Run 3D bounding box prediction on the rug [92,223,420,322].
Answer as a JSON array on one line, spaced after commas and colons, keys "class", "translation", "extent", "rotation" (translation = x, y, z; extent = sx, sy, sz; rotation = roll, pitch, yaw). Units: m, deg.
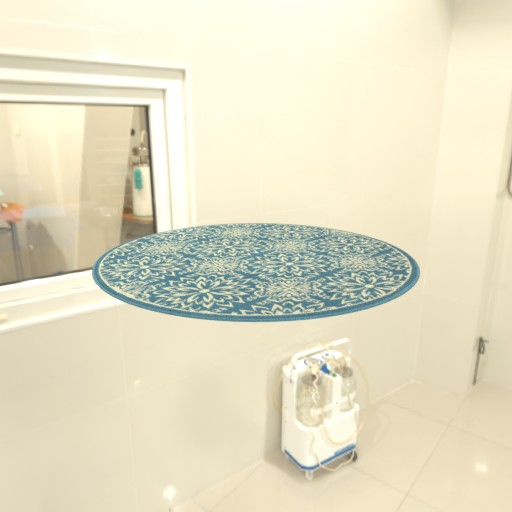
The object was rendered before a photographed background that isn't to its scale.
[{"class": "rug", "translation": [0.000, 0.000, 2.283], "extent": [1.593, 0.012, 1.593], "rotation": [0, 16, 0]}]
